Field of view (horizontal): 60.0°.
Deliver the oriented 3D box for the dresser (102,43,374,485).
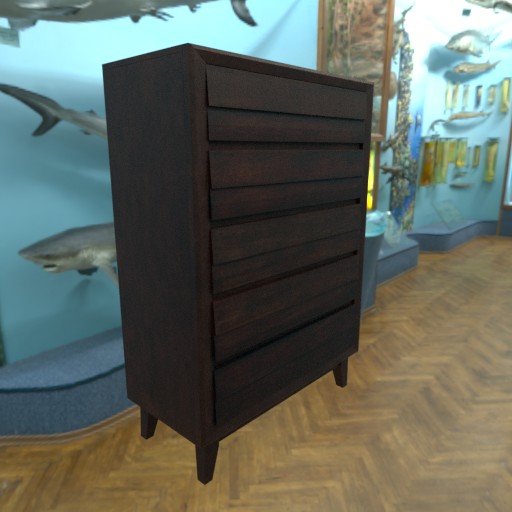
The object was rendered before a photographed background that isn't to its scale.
[{"bbox_3d":[0.000,0.000,1.973,0.506,1.514,1.072,12,18,42],"label":"dresser"}]
